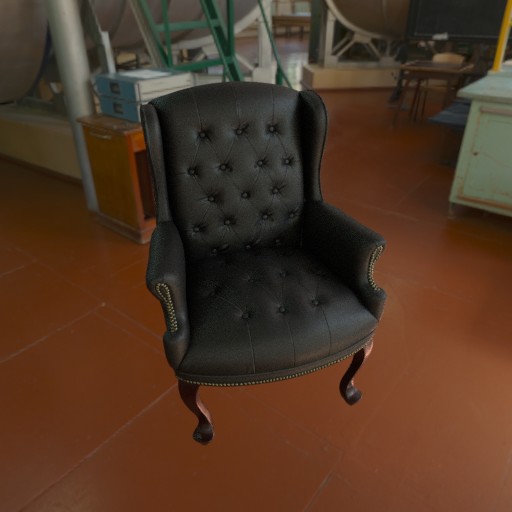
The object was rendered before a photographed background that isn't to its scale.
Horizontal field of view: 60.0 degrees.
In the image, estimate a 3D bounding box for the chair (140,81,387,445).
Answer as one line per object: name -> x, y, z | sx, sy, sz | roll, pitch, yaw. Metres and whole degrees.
chair -> 0.000, 0.000, 1.669 | 0.831, 1.133, 0.822 | -9, 32, -15
